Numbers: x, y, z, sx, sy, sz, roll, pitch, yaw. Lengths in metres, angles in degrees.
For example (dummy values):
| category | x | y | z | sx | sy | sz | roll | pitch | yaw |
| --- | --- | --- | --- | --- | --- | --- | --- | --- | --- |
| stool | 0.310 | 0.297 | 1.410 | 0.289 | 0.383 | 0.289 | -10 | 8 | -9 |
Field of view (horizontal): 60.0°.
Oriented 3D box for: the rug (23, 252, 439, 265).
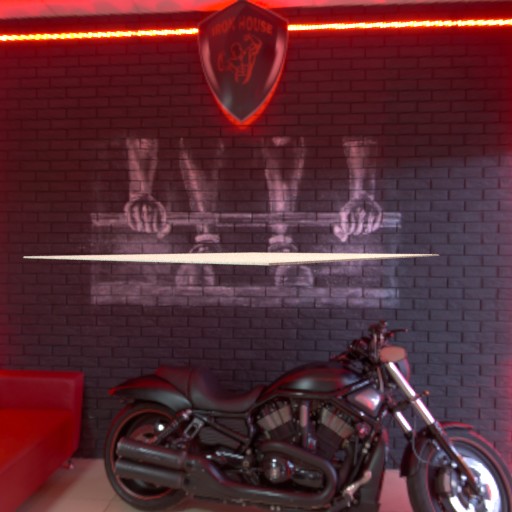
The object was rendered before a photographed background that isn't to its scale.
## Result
| category | x | y | z | sx | sy | sz | roll | pitch | yaw |
| --- | --- | --- | --- | --- | --- | --- | --- | --- | --- |
| rug | 0.000 | 0.000 | 3.464 | 2.073 | 0.011 | 2.584 | 1 | 1 | 37 |
